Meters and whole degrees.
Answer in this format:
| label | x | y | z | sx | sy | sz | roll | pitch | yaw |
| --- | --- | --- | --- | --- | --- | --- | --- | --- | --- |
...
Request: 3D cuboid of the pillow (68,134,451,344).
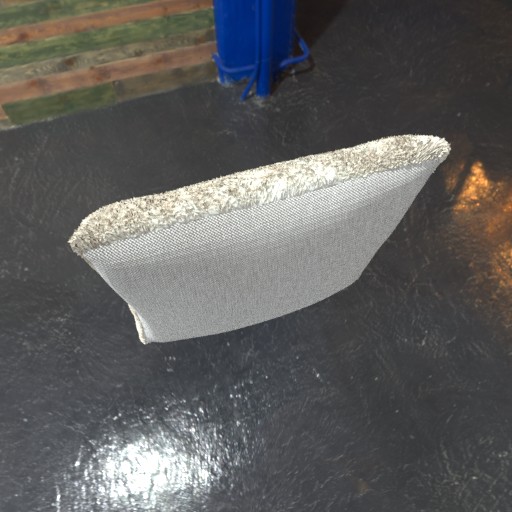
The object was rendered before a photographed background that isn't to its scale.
| label | x | y | z | sx | sy | sz | roll | pitch | yaw |
| --- | --- | --- | --- | --- | --- | --- | --- | --- | --- |
| pillow | 0.000 | 0.000 | 0.805 | 0.529 | 0.515 | 0.218 | -16 | 60 | -10 |
